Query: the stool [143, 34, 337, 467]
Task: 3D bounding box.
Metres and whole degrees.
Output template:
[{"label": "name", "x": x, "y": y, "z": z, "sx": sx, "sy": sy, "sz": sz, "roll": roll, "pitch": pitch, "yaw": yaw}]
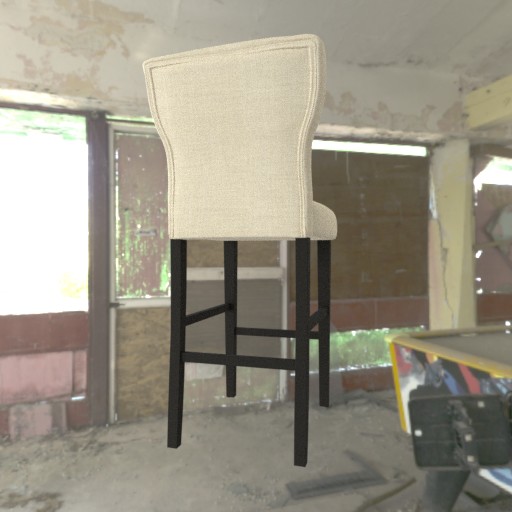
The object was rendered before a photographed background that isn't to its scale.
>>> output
[{"label": "stool", "x": 0.000, "y": 0.000, "z": 1.446, "sx": 0.516, "sy": 1.124, "sz": 0.603, "roll": 0, "pitch": 0, "yaw": 17}]
